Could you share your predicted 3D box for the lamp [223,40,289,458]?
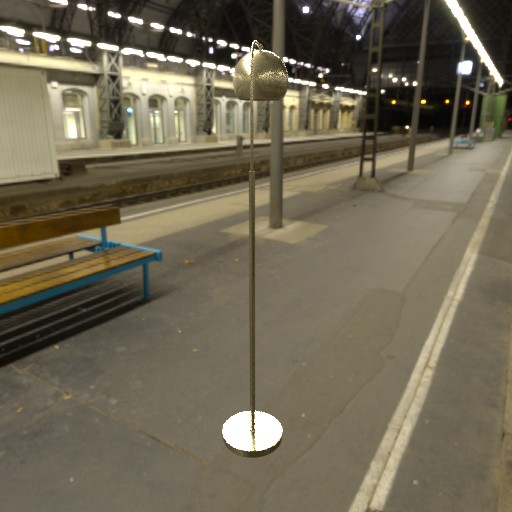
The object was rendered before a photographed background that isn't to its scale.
[{"bbox_3d":[0.000,0.000,1.717,0.250,1.526,0.431,3,17,9],"label":"lamp"}]
